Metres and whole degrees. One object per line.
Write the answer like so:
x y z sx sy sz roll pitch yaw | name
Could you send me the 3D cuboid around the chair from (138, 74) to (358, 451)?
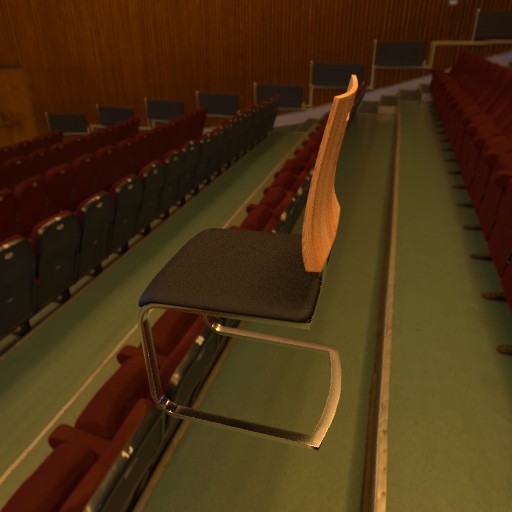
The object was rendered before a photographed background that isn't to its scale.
0.000 0.000 1.264 0.560 0.936 0.462 8 29 14 | chair
